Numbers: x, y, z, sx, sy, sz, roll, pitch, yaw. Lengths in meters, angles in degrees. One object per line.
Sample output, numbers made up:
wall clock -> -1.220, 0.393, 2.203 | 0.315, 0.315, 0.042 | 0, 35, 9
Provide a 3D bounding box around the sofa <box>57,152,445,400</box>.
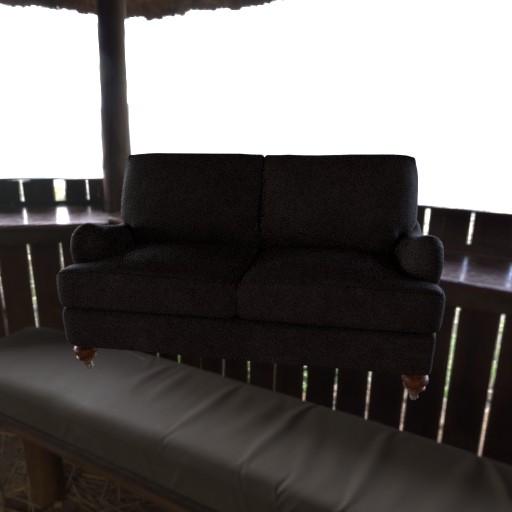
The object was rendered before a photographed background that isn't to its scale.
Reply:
sofa -> 0.000, 0.000, 2.478 | 1.853, 1.101, 1.084 | 3, 15, 10
